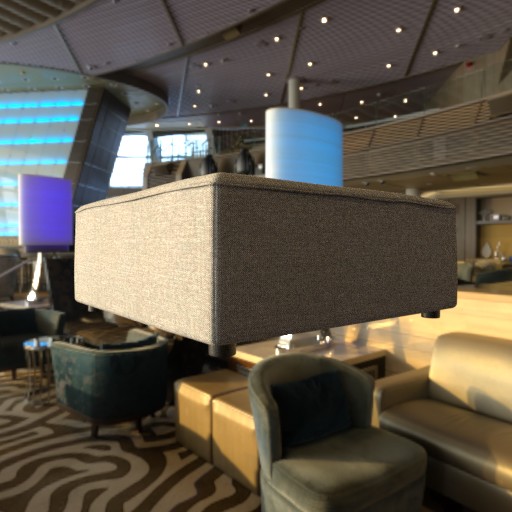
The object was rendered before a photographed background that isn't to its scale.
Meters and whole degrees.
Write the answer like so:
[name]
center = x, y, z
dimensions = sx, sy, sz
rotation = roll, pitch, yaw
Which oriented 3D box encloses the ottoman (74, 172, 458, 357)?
[ottoman]
center = 0.000, 0.000, 1.611
dimensions = 1.017, 0.423, 1.023
rotation = -1, 2, -37
